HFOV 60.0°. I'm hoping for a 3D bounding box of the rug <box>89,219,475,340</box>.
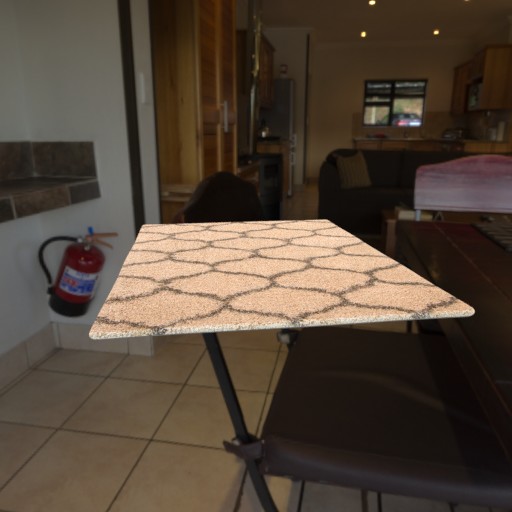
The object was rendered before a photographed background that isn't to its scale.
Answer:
[{"bbox_3d":[0.000,0.000,2.100,1.200,0.025,1.600,-2,15,-8],"label":"rug"}]
